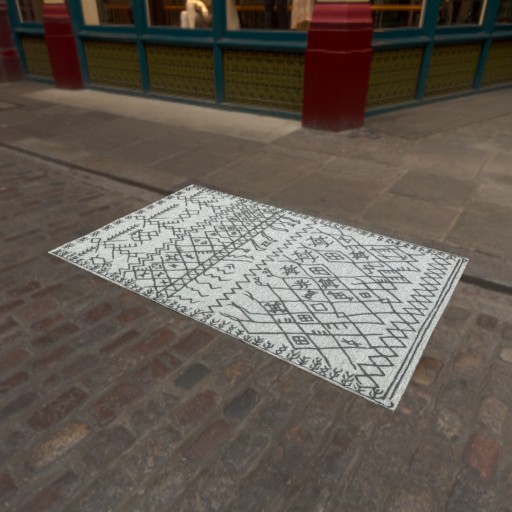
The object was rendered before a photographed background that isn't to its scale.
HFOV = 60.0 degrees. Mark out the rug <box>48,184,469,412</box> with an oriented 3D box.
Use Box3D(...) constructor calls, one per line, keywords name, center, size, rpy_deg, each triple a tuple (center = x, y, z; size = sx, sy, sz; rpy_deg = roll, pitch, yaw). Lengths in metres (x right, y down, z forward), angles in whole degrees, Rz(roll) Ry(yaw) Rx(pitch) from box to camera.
Box3D(name="rug", center=(0.000, 0.000, 4.744), size=(3.824, 0.019, 2.393), rpy_deg=(19, 35, 29))
